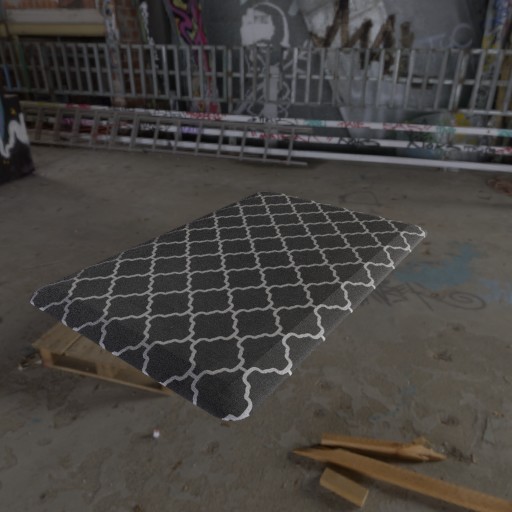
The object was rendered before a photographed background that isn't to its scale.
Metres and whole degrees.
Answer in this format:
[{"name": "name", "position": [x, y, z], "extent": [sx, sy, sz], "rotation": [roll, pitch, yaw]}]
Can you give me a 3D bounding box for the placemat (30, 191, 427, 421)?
[{"name": "placemat", "position": [0.000, 0.000, 0.948], "extent": [0.508, 0.021, 0.762], "rotation": [19, 32, 32]}]
